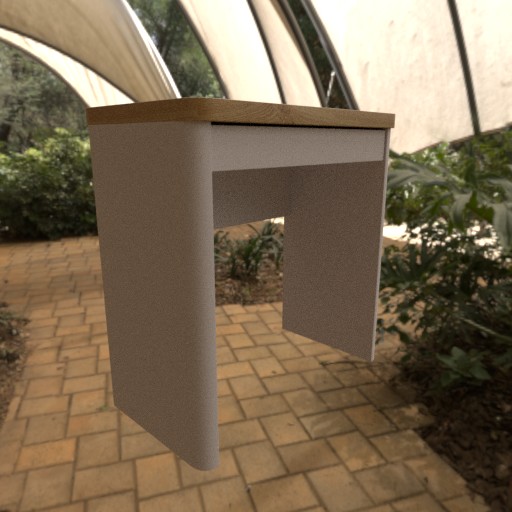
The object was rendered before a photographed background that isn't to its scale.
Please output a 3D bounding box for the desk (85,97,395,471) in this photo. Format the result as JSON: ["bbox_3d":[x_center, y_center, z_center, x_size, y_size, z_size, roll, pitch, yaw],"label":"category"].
[{"bbox_3d":[0.000,0.000,1.273,0.440,0.790,0.760,14,20,42],"label":"desk"}]
